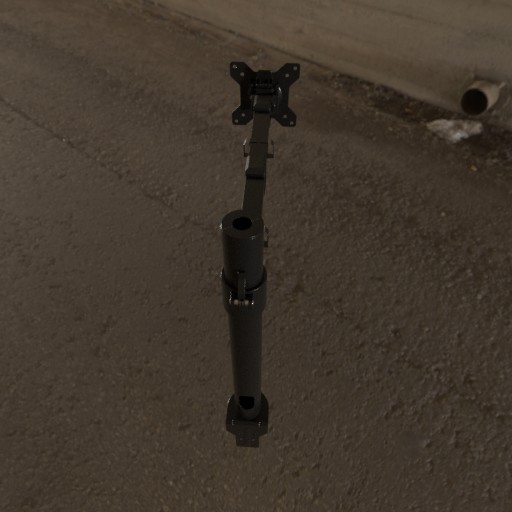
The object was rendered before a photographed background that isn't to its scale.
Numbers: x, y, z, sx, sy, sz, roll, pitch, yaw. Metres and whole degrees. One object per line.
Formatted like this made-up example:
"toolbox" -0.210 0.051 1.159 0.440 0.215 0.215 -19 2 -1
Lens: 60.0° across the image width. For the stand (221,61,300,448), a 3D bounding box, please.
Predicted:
"stand" 0.000 0.000 0.719 0.115 0.510 0.456 3 48 2
